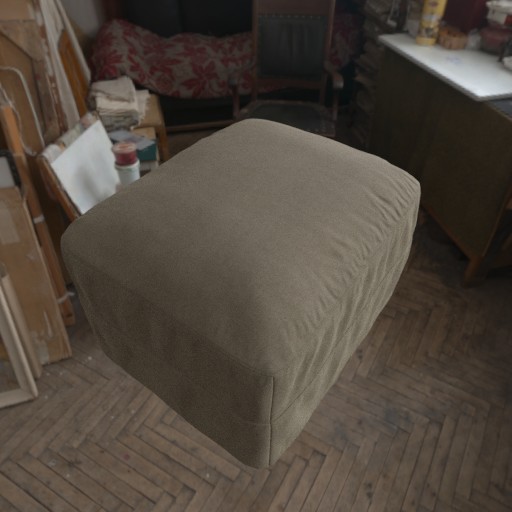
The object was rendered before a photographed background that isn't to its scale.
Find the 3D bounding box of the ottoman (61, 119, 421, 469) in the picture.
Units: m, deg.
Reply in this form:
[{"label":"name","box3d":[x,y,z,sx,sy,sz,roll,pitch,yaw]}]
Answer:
[{"label":"ottoman","box3d":[0.000,0.000,1.082,0.584,0.480,0.712,26,49,26]}]
